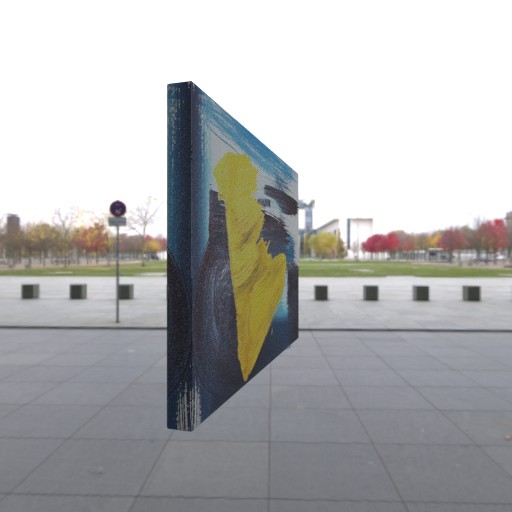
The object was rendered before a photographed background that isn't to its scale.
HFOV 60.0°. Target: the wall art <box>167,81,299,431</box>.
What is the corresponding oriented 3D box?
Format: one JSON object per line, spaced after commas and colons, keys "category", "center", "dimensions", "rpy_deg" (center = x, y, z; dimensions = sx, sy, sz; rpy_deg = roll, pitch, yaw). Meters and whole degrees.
{"category": "wall art", "center": [0.000, 0.000, 0.808], "dimensions": [0.033, 0.406, 0.609], "rpy_deg": [0, 0, 17]}
